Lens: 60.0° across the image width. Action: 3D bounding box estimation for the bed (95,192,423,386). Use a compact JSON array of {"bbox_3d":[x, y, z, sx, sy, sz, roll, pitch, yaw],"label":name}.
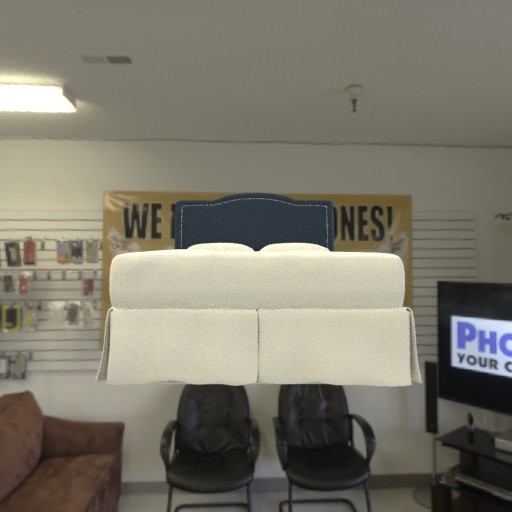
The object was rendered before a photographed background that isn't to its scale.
[{"bbox_3d":[0.000,0.000,3.548,1.741,1.441,2.507,0,-2,0],"label":"bed"}]
